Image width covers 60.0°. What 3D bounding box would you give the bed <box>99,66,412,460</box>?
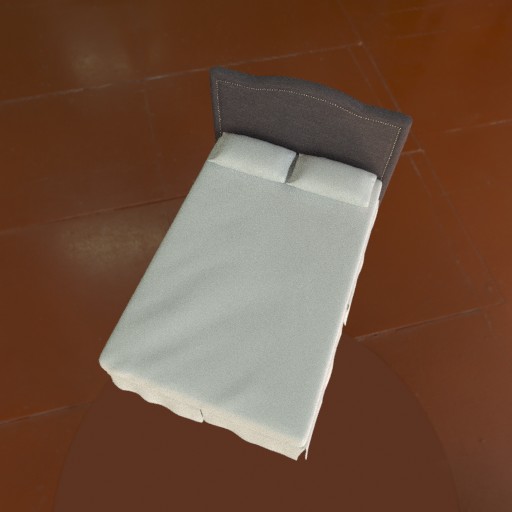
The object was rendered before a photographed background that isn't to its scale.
[{"bbox_3d":[0.000,0.000,3.536,1.741,1.441,2.507,18,63,10],"label":"bed"}]
